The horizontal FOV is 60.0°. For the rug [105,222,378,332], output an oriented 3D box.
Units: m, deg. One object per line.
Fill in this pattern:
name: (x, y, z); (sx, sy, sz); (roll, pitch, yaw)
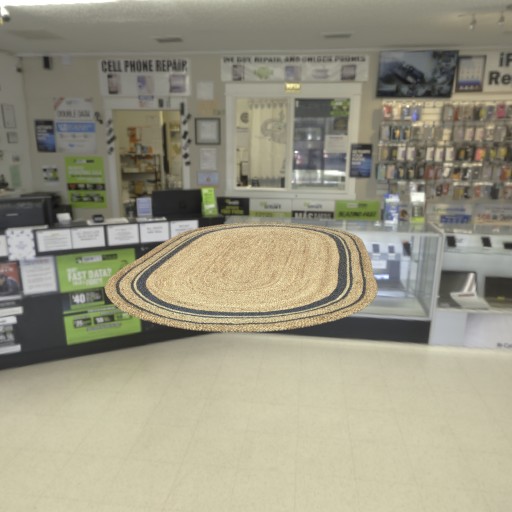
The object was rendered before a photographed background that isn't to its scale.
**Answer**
rug: (0.000, 0.000, 3.006); (1.520, 0.006, 2.432); (2, 15, 9)
